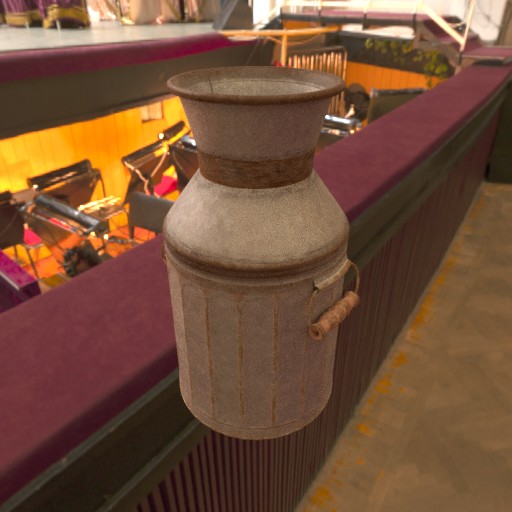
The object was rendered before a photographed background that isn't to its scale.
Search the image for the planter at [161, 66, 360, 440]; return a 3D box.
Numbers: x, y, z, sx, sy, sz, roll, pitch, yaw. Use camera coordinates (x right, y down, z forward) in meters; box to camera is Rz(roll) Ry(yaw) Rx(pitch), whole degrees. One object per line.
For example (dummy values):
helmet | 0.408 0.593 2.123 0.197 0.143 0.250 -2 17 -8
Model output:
planter | 0.000 0.000 0.527 0.245 0.396 0.214 22 37 32
